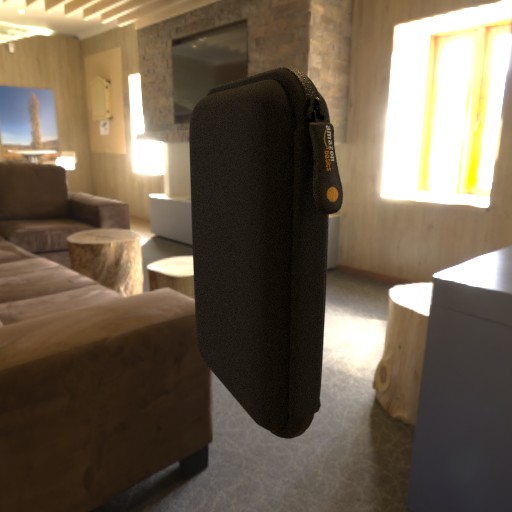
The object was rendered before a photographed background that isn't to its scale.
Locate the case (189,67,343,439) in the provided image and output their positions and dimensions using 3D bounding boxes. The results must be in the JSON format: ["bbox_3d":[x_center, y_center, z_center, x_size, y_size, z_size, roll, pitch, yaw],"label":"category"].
[{"bbox_3d":[0.000,0.000,0.194,0.030,0.147,0.107,-7,16,-26],"label":"case"}]
